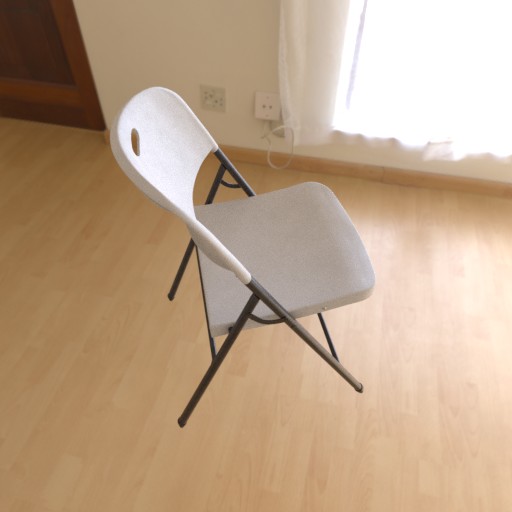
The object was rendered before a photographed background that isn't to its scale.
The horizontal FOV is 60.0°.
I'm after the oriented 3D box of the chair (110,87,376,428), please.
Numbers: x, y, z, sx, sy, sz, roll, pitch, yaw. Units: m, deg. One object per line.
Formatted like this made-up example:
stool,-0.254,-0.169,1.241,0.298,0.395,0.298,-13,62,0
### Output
chair,0.000,0.000,1.168,0.566,0.810,0.494,-8,47,-8
